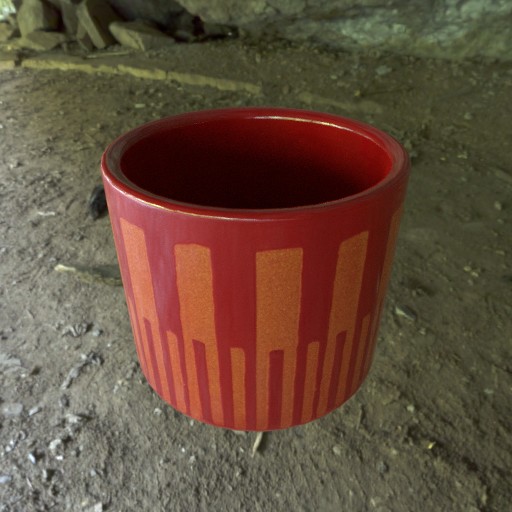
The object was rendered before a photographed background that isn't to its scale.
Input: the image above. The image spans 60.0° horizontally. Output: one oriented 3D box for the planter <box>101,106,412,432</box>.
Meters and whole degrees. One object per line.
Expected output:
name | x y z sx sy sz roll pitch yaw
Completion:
planter | 0.000 0.000 0.393 0.230 0.202 0.230 0 33 0
